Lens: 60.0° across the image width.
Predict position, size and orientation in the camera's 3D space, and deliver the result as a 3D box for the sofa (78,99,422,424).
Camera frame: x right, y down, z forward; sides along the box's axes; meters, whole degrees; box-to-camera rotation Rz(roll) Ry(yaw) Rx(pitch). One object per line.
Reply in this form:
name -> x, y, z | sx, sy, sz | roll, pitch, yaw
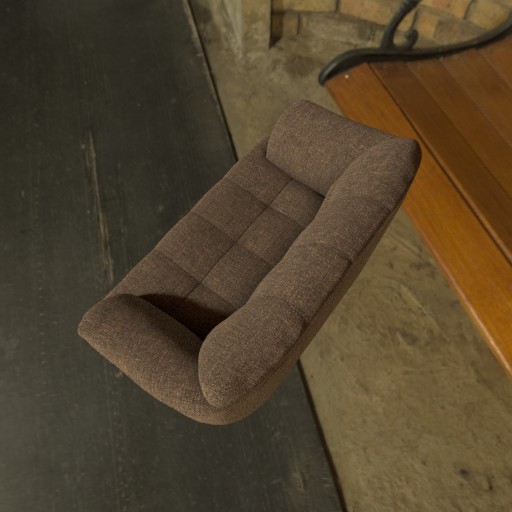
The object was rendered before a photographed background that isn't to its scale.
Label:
sofa -> 0.000, 0.000, 1.914 | 0.799, 0.895, 1.404 | 34, 68, 16
